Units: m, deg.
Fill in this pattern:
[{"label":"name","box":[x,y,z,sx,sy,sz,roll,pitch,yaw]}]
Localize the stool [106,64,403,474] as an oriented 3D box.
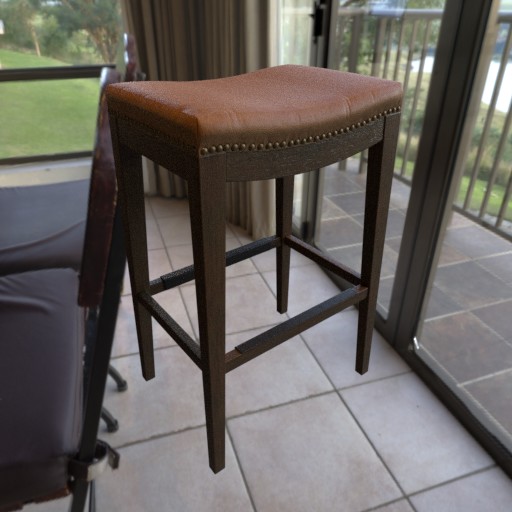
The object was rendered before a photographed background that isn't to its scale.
[{"label":"stool","box":[0.000,0.000,1.019,0.500,0.759,0.361,-21,37,-32]}]
